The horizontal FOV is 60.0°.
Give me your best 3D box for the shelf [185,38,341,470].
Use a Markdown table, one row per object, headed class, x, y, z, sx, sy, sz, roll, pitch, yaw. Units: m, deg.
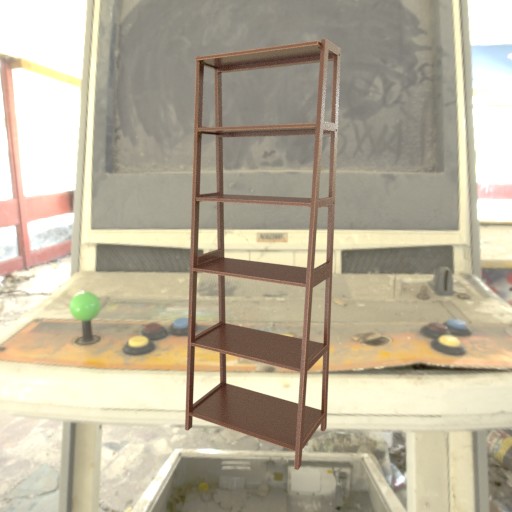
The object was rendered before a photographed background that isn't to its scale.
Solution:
| class | x | y | z | sx | sy | sz | roll | pitch | yaw |
| --- | --- | --- | --- | --- | --- | --- | --- | --- | --- |
| shelf | 0.000 | 0.000 | 2.172 | 0.660 | 1.892 | 0.381 | 7 | 14 | 28 |
